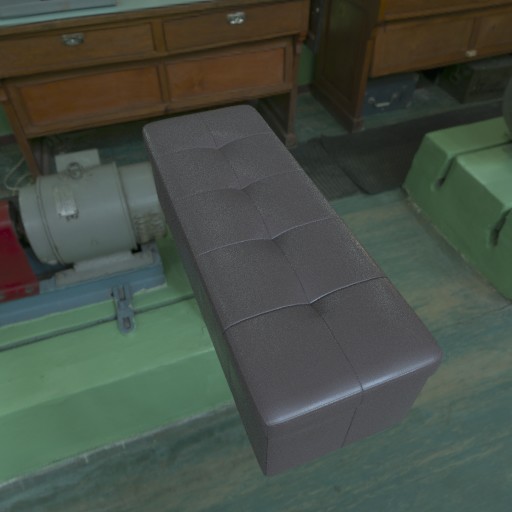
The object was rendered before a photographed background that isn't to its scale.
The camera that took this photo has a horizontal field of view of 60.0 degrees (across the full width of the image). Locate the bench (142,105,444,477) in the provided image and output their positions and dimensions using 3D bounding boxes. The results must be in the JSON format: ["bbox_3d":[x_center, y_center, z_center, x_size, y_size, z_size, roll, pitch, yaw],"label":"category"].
[{"bbox_3d":[0.000,0.000,1.436,0.450,0.417,1.219,-16,49,-15],"label":"bench"}]
